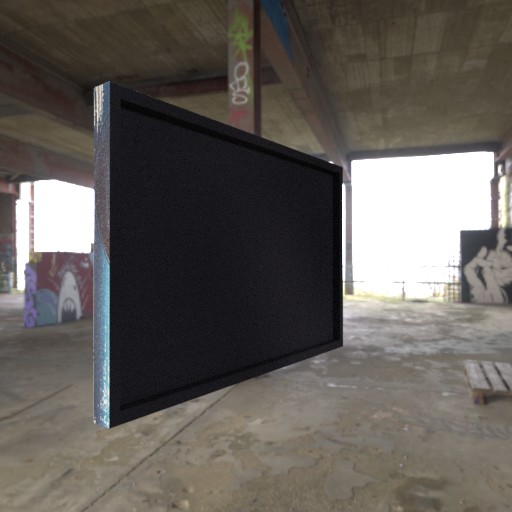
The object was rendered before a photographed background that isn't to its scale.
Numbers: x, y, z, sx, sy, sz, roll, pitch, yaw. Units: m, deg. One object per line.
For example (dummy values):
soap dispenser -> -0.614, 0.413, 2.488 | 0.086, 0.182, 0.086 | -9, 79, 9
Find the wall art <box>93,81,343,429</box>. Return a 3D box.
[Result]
wall art -> 0.000, 0.000, 0.769 | 0.033, 0.406, 0.609 | 0, 0, 37
